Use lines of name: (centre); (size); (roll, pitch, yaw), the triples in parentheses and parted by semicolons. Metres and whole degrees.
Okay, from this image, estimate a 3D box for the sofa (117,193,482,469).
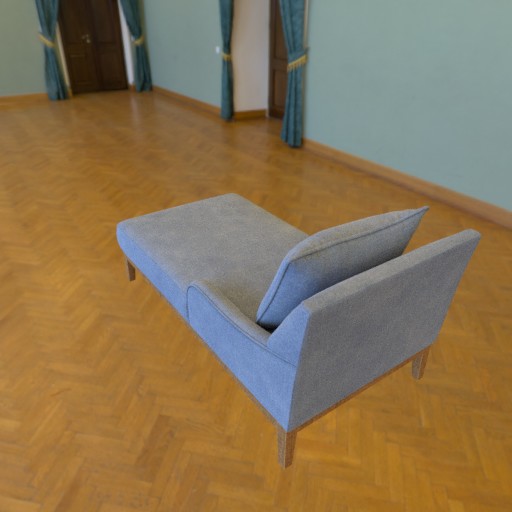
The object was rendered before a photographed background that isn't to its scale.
sofa: (0.000, 0.000, 2.293); (0.904, 0.883, 1.779); (-19, 35, -30)
